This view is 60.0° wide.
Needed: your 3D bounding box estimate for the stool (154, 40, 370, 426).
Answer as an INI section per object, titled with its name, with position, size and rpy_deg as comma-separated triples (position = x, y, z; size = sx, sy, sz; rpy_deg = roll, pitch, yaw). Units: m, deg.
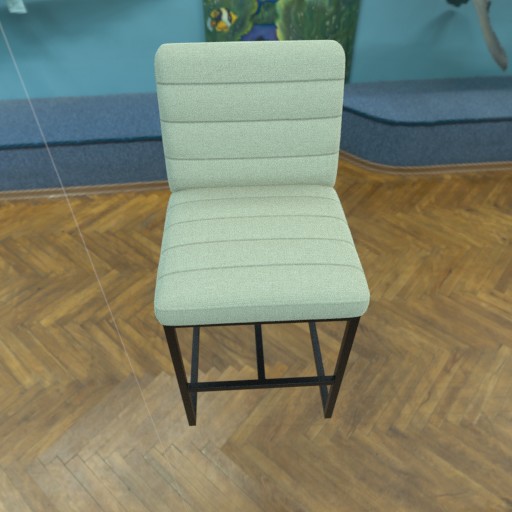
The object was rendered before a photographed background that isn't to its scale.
[stool]
position = 0.000, 0.000, 1.203
size = 0.460, 0.940, 0.560
rpy_deg = -2, 46, -2
